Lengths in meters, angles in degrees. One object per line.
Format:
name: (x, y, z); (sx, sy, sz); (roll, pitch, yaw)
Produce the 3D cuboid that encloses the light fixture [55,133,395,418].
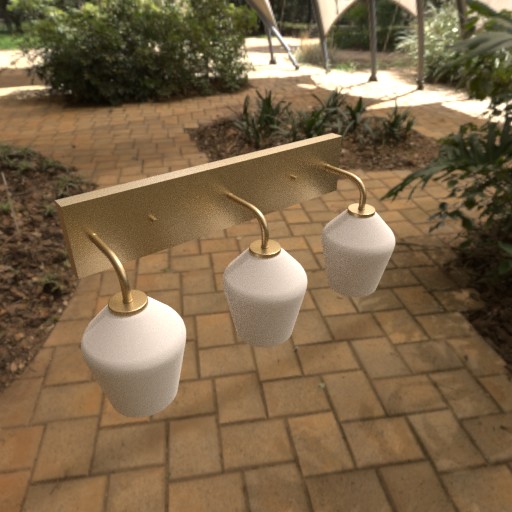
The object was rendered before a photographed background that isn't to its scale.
light fixture: (0.000, 0.000, 0.740); (0.609, 0.280, 0.190); (-22, 37, -32)
